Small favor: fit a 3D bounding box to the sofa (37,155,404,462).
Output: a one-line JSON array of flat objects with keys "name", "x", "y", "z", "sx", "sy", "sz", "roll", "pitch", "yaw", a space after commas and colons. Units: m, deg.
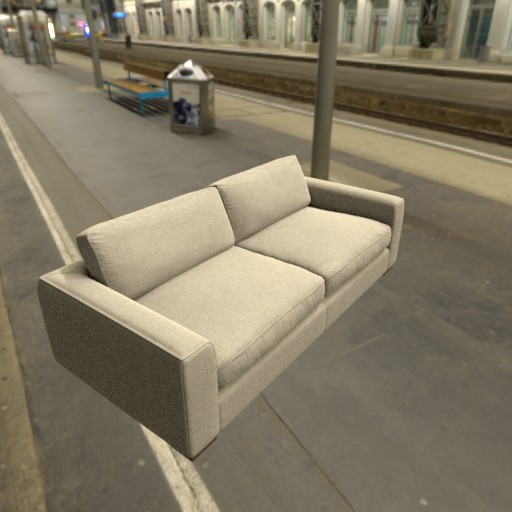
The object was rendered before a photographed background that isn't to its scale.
[{"name": "sofa", "x": 0.000, "y": 0.000, "z": 2.764, "sx": 1.070, "sy": 0.801, "sz": 2.262, "roll": 19, "pitch": 33, "yaw": 33}]
